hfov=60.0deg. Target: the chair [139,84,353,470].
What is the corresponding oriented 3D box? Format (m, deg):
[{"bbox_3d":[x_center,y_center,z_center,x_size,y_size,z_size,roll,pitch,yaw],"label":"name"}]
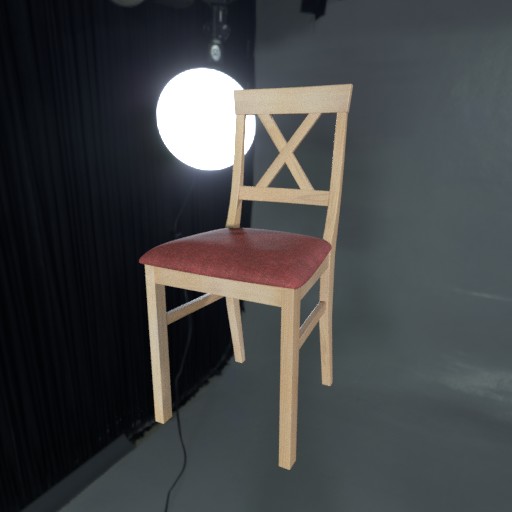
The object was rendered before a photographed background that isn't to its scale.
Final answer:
[{"bbox_3d":[0.000,0.000,1.221,0.439,0.912,0.492,8,17,26],"label":"chair"}]
